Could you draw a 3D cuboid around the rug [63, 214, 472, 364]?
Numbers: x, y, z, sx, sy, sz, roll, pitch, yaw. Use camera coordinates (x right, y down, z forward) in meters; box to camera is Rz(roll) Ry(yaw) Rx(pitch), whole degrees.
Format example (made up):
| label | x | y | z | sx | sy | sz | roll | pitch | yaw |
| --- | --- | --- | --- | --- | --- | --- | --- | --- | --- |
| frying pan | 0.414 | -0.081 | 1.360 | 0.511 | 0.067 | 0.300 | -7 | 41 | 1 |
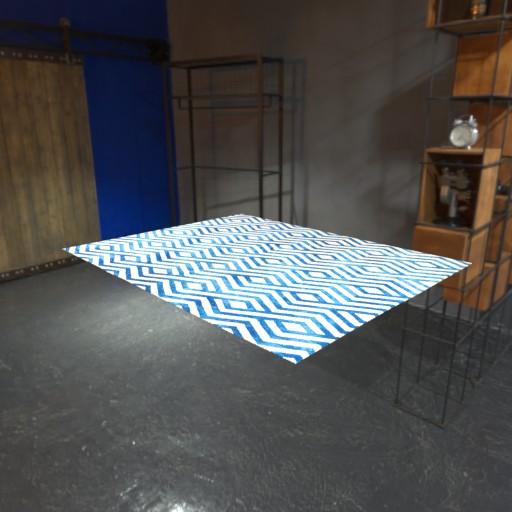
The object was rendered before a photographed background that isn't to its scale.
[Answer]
| label | x | y | z | sx | sy | sz | roll | pitch | yaw |
| --- | --- | --- | --- | --- | --- | --- | --- | --- | --- |
| rug | 0.000 | 0.000 | 4.215 | 2.453 | 0.008 | 3.059 | -16 | 23 | -42 |
